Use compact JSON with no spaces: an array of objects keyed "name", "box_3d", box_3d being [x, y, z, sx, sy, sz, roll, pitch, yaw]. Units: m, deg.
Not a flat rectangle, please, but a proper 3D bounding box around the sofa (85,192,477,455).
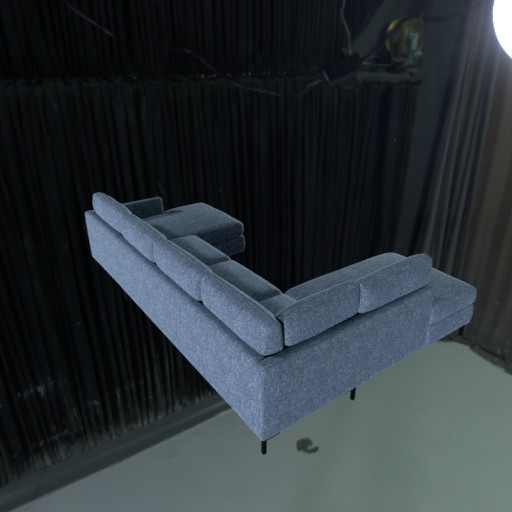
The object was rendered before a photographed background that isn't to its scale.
[{"name":"sofa","box_3d":[0.000,0.000,3.585,1.879,0.756,2.737,-17,31,-32]}]
